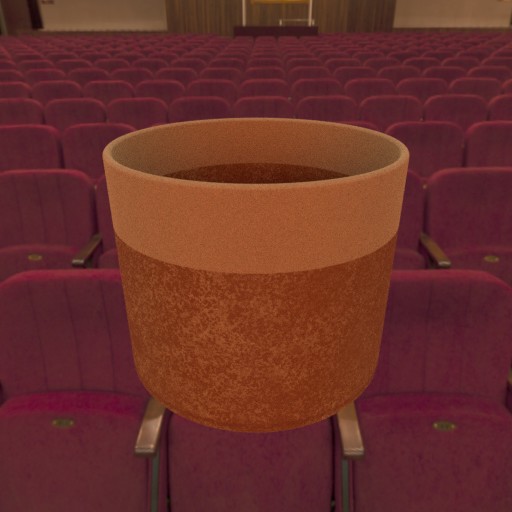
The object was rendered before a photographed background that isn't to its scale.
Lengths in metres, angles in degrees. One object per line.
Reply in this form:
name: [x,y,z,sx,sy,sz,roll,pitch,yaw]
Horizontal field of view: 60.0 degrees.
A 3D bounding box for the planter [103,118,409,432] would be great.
planter: [0.000,0.000,0.269,0.159,0.138,0.159,0,26,0]
